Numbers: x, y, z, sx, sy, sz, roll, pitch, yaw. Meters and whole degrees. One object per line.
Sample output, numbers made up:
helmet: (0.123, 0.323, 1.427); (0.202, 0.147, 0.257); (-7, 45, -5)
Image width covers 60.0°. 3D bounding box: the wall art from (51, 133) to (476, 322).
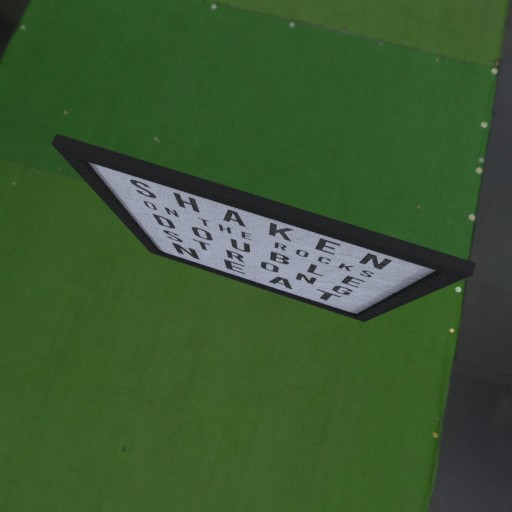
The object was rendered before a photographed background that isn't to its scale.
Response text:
wall art: (0.000, 0.000, 0.678); (0.456, 0.458, 0.013); (18, 76, 4)
